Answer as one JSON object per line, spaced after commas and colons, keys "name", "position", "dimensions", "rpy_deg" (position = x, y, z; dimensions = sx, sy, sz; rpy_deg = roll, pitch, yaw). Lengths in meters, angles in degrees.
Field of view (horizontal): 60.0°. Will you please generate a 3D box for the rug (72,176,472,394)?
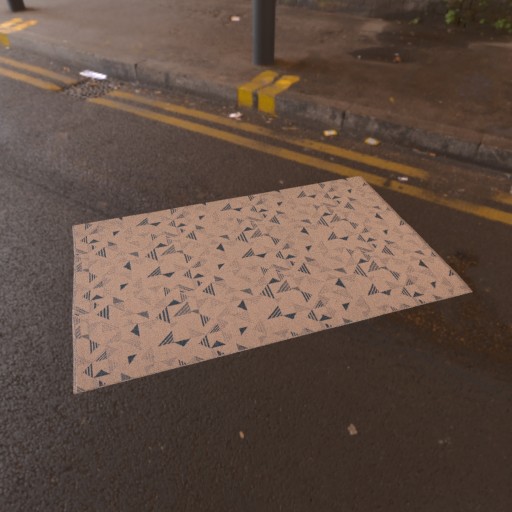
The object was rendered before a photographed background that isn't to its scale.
{"name": "rug", "position": [0.000, 0.000, 3.108], "dimensions": [2.457, 0.009, 1.512], "rpy_deg": [-12, 42, -13]}
